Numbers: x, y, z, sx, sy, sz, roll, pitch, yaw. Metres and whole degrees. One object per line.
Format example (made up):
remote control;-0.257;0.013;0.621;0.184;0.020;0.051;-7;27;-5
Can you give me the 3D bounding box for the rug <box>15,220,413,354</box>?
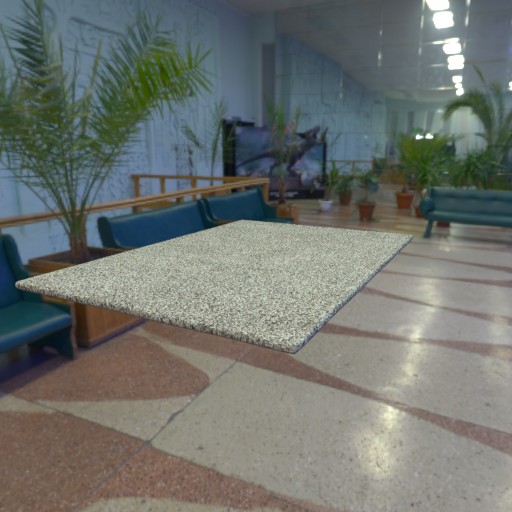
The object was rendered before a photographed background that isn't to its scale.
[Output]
rug;0.000;0.000;2.230;1.219;0.030;1.778;7;16;28
